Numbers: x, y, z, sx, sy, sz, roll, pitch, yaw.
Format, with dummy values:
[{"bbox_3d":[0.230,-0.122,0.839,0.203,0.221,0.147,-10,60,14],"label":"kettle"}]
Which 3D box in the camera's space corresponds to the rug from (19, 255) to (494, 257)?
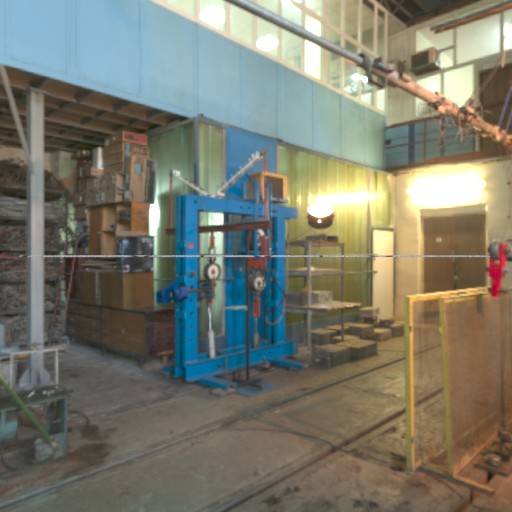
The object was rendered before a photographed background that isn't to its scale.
[{"bbox_3d":[0.000,0.000,3.055,2.465,0.008,1.526,0,0,-1],"label":"rug"}]
